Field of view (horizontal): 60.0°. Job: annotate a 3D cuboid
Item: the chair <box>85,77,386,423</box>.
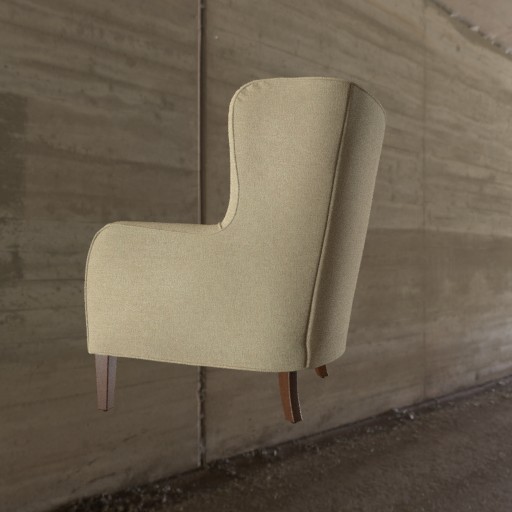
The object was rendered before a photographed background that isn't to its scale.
[{"bbox_3d":[0.000,0.000,1.709,0.966,1.040,0.838,0,0,18],"label":"chair"}]
